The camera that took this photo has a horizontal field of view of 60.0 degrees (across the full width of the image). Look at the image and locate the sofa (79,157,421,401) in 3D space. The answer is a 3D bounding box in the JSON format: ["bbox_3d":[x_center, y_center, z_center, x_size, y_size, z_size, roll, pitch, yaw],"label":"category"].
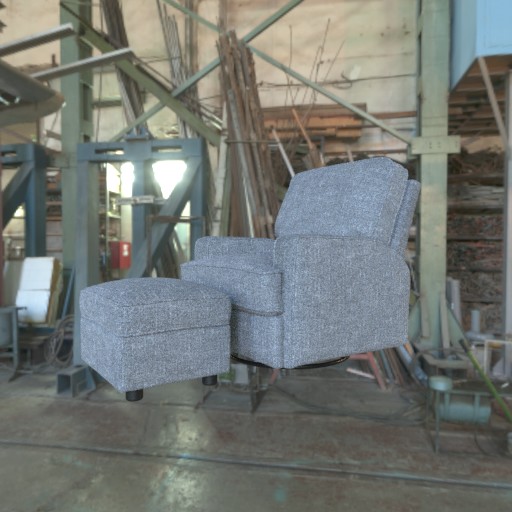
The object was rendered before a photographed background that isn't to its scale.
[{"bbox_3d":[0.000,0.000,2.069,1.472,0.959,0.861,-1,2,-35],"label":"sofa"}]
